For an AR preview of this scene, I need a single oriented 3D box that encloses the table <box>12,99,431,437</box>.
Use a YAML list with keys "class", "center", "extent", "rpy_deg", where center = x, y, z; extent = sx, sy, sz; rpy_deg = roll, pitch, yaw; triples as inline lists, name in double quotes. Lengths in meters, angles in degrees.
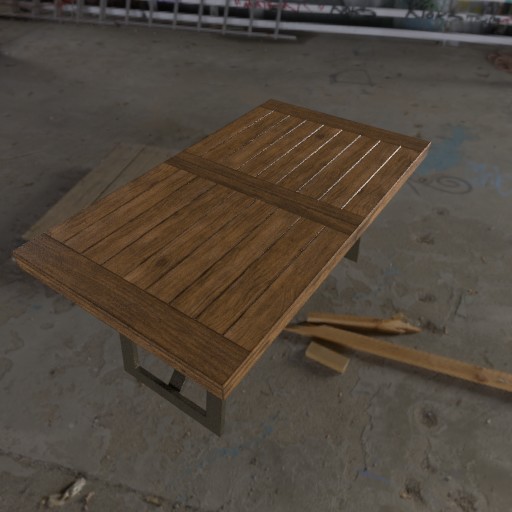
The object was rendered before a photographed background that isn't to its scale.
- class: "table"
  center: [0.000, 0.000, 2.099]
  extent: [0.931, 0.757, 1.641]
  rpy_deg: [25, 47, 25]
